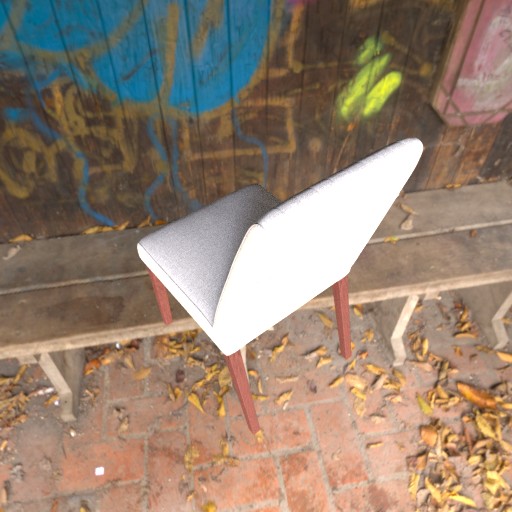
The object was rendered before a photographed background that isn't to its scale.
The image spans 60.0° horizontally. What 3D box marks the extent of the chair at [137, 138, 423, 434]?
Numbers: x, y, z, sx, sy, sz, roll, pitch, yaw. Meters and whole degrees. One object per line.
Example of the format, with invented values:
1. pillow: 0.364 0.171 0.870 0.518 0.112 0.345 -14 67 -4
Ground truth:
1. chair: 0.000 0.000 1.276 0.480 0.900 0.594 -31 54 -25
